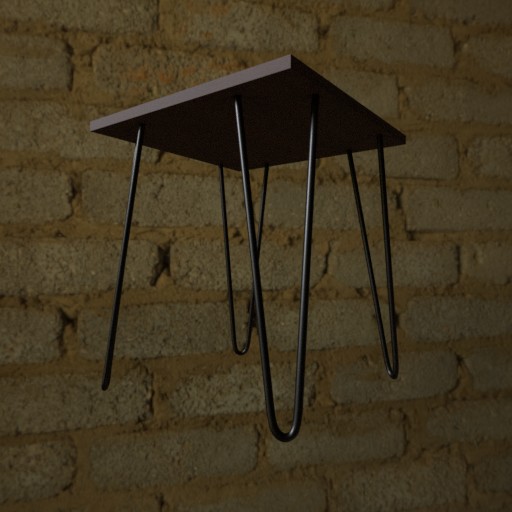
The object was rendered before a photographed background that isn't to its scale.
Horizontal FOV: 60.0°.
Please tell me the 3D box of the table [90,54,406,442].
[{"bbox_3d":[0.000,0.000,0.969,0.495,0.559,0.495,-1,-2,37],"label":"table"}]
